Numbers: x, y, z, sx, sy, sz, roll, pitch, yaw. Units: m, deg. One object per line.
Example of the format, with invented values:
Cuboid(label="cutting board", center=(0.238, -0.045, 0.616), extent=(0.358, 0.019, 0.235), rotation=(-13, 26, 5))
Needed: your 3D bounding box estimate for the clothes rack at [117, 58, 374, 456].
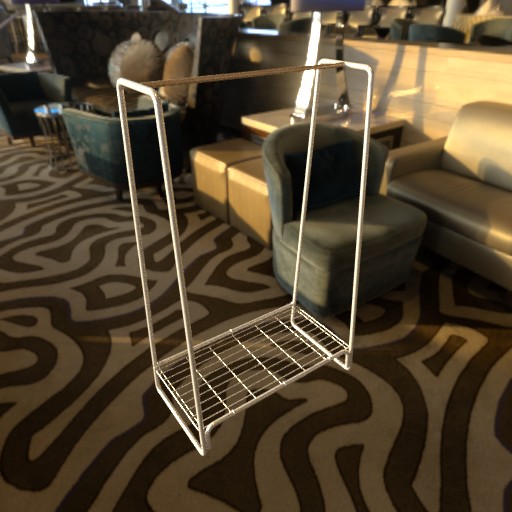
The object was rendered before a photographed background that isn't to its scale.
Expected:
Cuboid(label="clothes rack", center=(0.000, 0.000, 1.928), extent=(0.900, 1.500, 0.495), rotation=(-20, 36, -30))
